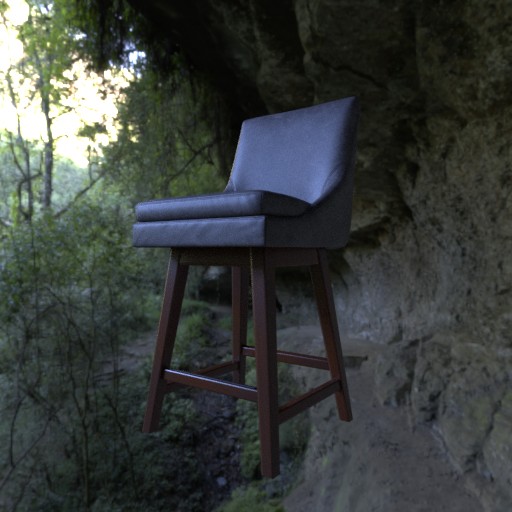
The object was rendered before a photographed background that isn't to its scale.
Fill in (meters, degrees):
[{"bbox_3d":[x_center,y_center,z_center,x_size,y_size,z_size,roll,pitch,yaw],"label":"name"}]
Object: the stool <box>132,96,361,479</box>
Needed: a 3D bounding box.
[{"bbox_3d":[0.000,0.000,1.388,0.492,1.046,0.587,1,1,36],"label":"stool"}]
